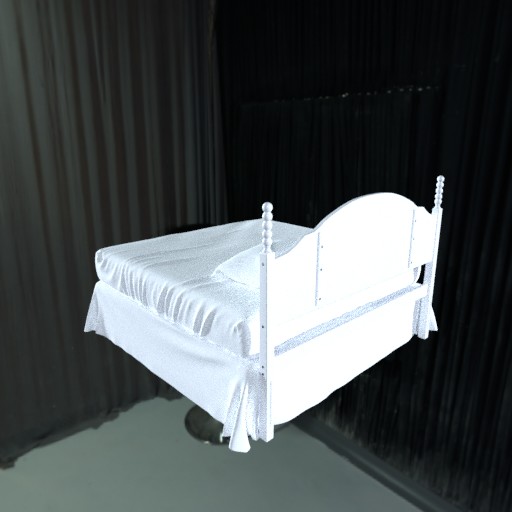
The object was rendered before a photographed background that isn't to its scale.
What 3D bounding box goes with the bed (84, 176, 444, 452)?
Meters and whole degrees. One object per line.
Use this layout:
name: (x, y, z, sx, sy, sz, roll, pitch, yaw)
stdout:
bed: (0.000, 0.000, 3.705, 2.322, 1.355, 2.219, -15, 21, -41)
